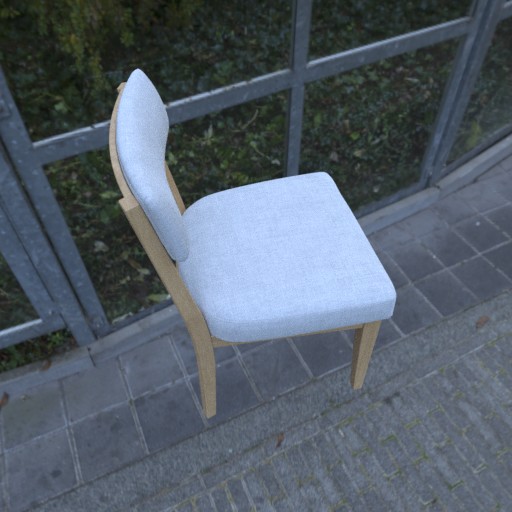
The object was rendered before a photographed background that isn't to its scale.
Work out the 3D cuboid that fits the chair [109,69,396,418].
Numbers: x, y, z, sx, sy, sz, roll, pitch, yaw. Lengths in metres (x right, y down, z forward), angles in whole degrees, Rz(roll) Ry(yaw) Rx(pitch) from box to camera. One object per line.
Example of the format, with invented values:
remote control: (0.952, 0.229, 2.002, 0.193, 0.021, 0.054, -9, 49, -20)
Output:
chair: (0.000, 0.000, 1.160, 0.572, 0.832, 0.508, -9, 47, -9)
